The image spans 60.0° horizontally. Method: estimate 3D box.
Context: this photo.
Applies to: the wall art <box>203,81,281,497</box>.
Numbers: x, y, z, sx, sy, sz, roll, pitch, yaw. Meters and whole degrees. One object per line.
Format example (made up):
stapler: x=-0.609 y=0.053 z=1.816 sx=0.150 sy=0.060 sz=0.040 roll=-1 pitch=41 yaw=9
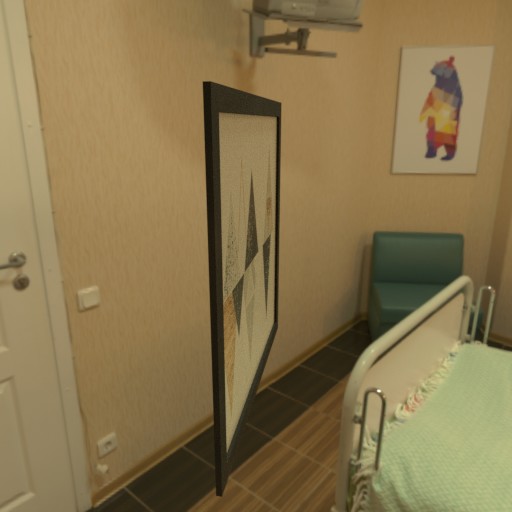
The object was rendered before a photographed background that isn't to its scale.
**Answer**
wall art: x=0.000 y=0.000 z=1.210 sx=0.013 sy=0.823 sz=0.823 roll=3 pitch=17 yaw=11
